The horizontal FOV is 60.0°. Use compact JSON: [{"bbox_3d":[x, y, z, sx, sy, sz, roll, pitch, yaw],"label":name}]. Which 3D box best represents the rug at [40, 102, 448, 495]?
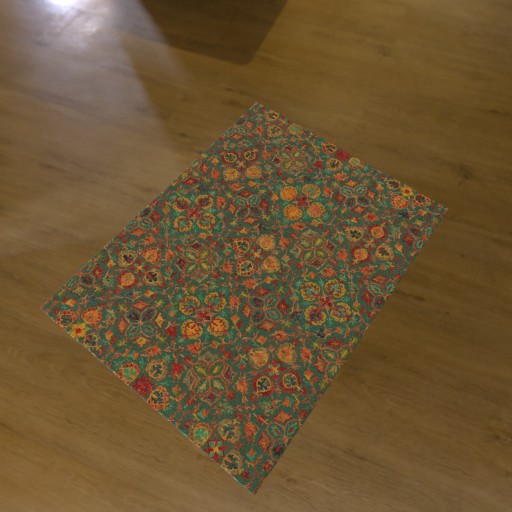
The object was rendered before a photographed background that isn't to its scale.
[{"bbox_3d":[0.000,0.000,4.216,2.434,0.025,3.204,34,68,16],"label":"rug"}]
